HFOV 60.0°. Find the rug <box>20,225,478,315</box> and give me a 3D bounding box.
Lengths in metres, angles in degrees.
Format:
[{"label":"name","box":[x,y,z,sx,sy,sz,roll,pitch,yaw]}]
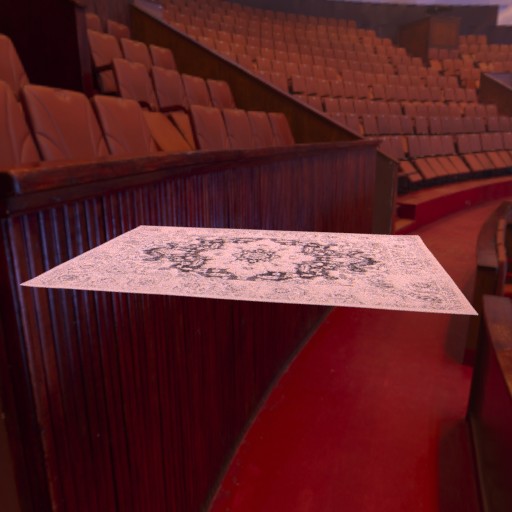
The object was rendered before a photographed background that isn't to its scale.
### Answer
[{"label":"rug","box":[0.000,0.000,2.288,1.813,0.008,1.223,3,16,10]}]
